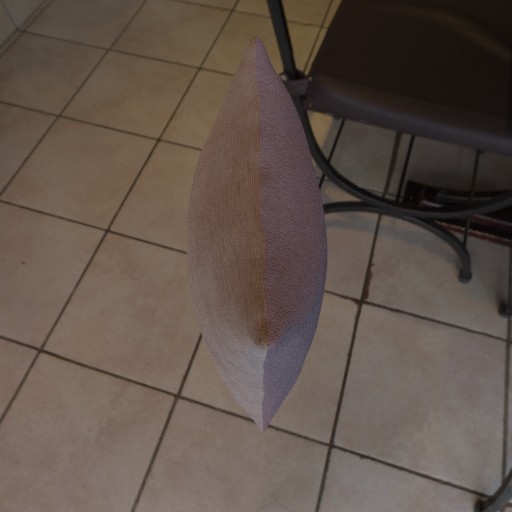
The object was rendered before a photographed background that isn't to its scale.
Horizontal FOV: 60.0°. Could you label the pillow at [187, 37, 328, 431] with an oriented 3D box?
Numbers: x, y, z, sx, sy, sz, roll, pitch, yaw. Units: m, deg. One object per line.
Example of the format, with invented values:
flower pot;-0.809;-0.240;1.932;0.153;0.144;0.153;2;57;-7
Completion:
pillow;0.000;0.000;0.690;0.204;0.439;0.452;-1;60;-1
